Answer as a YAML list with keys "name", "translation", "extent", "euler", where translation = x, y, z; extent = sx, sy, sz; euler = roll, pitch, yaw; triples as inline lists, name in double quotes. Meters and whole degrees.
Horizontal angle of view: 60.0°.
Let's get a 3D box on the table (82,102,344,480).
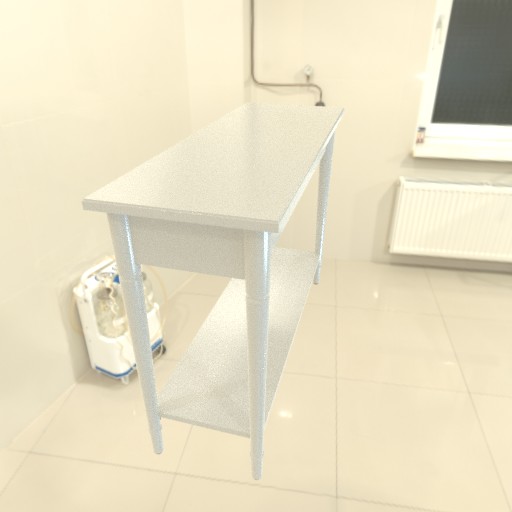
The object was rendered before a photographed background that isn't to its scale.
- name: "table"
  translation: [0.000, 0.000, 1.416]
  extent: [0.381, 0.749, 1.067]
  euler: [8, 30, 14]
